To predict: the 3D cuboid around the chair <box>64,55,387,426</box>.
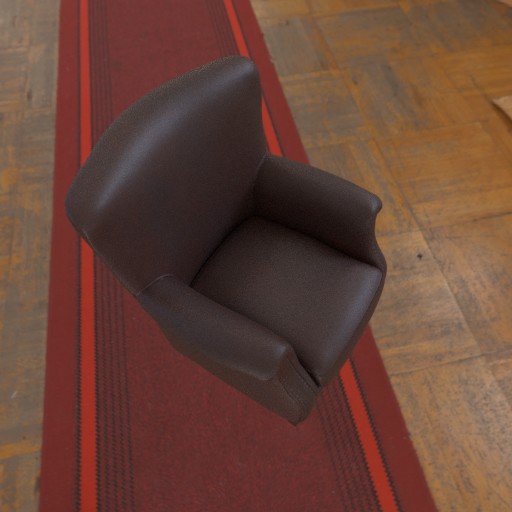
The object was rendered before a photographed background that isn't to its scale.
[{"bbox_3d":[0.000,0.000,1.320,0.746,0.800,0.700,29,61,17],"label":"chair"}]
